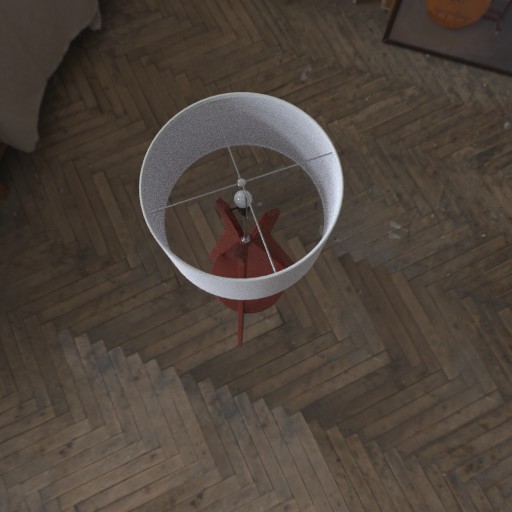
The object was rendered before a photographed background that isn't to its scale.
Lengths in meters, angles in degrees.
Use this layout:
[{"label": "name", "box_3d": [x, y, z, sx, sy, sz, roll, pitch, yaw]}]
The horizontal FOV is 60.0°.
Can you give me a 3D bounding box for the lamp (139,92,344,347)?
[{"label": "lamp", "box_3d": [0.000, 0.000, 1.739, 0.542, 1.472, 0.539, -19, 76, -5]}]
